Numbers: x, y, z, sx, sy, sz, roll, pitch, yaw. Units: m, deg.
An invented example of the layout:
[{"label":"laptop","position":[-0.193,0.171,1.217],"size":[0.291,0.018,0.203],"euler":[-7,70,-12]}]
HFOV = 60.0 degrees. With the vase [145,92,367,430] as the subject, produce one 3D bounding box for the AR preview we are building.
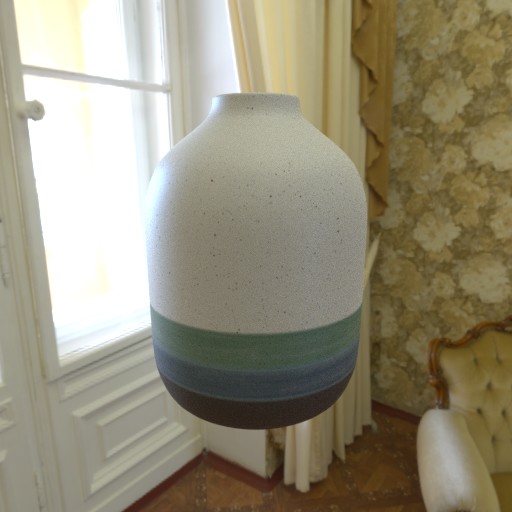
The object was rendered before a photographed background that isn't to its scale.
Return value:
[{"label":"vase","position":[0.000,0.000,0.354],"size":[0.169,0.240,0.169],"euler":[0,14,0]}]
